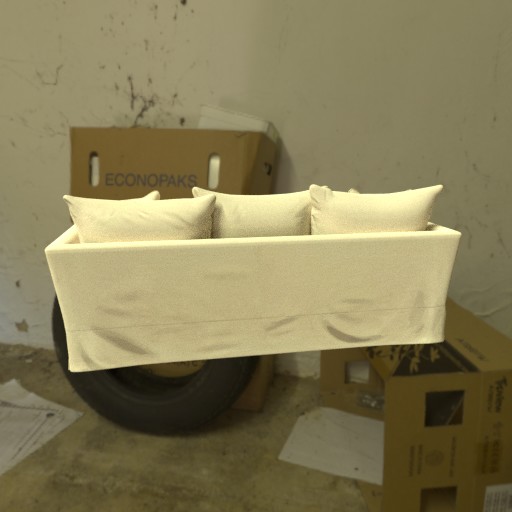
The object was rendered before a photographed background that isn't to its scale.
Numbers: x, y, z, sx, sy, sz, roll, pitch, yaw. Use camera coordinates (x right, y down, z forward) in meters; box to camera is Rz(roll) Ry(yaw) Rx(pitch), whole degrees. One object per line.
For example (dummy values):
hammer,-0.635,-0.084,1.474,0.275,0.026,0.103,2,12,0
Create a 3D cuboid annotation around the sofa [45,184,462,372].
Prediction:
sofa,0.000,0.000,3.102,2.484,1.042,1.030,-2,15,-9
